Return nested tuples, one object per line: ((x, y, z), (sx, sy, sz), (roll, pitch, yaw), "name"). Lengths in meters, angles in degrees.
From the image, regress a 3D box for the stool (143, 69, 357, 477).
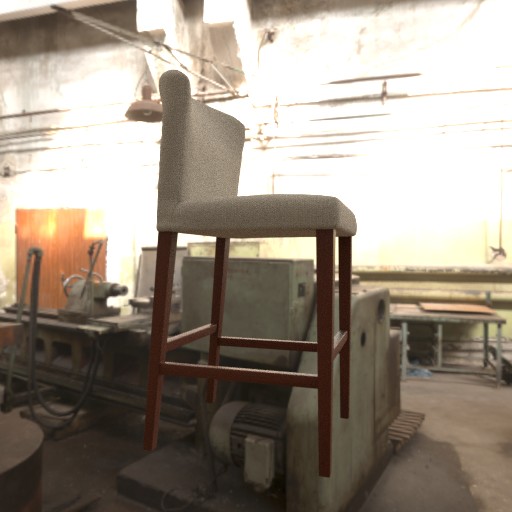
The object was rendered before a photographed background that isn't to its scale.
((0.000, 0.000, 1.351), (0.568, 1.069, 0.481), (0, 0, 18), "stool")
